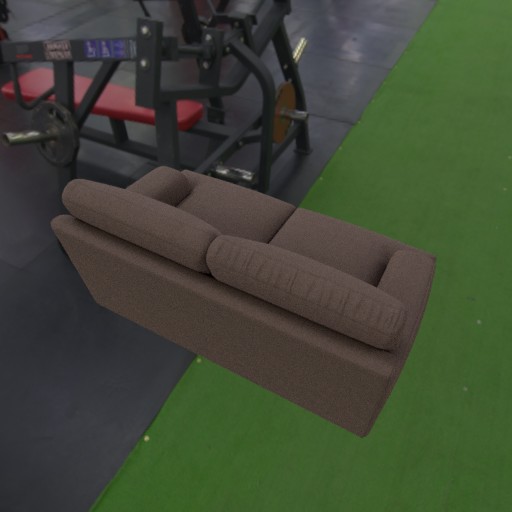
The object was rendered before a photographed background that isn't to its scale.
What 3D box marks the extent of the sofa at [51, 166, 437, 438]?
[{"bbox_3d":[0.000,0.000,2.506,1.869,0.950,1.140,22,50,20],"label":"sofa"}]
